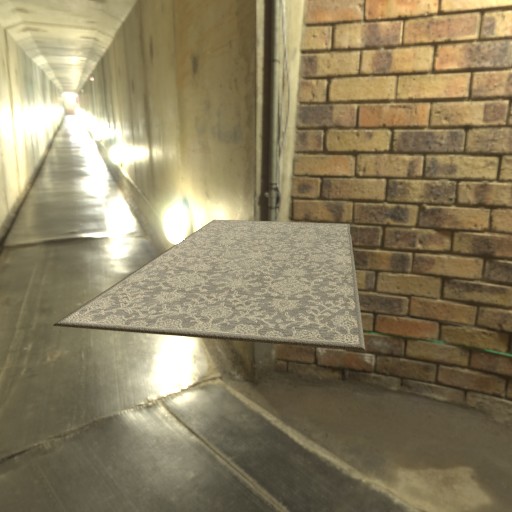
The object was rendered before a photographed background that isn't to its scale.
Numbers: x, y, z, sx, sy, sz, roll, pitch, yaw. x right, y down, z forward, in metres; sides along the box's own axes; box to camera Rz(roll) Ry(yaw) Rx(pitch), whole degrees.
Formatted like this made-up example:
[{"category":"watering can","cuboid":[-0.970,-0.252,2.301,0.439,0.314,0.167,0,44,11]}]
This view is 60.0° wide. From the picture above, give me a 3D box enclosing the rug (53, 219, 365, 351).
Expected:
[{"category":"rug","cuboid":[0.000,0.000,3.568,1.546,0.011,3.048,3,15,10]}]
